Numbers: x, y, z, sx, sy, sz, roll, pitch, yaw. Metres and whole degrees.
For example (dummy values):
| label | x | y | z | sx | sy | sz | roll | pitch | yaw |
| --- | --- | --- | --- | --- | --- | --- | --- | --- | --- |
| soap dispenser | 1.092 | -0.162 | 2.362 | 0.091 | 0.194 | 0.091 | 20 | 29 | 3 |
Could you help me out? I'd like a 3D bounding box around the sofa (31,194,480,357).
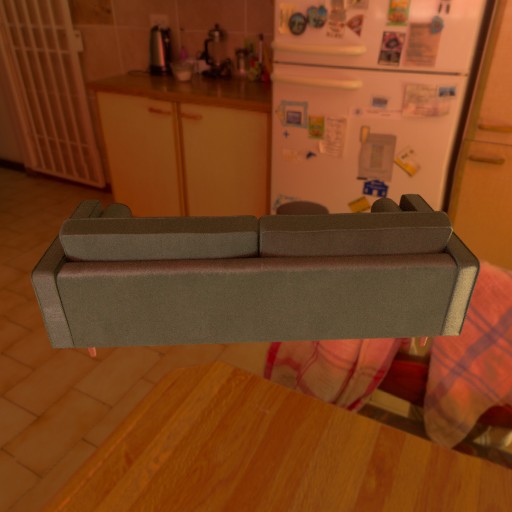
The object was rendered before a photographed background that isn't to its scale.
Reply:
| label | x | y | z | sx | sy | sz | roll | pitch | yaw |
| --- | --- | --- | --- | --- | --- | --- | --- | --- | --- |
| sofa | 0.000 | 0.000 | 2.615 | 2.199 | 0.769 | 0.918 | -1 | 31 | -2 |
